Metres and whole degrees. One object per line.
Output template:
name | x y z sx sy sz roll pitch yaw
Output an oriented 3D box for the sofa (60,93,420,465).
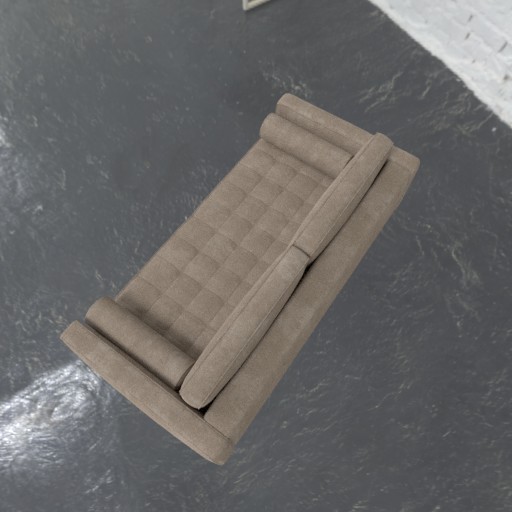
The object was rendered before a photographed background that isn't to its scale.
sofa | 0.000 0.000 2.364 0.920 0.769 1.883 33 68 15
